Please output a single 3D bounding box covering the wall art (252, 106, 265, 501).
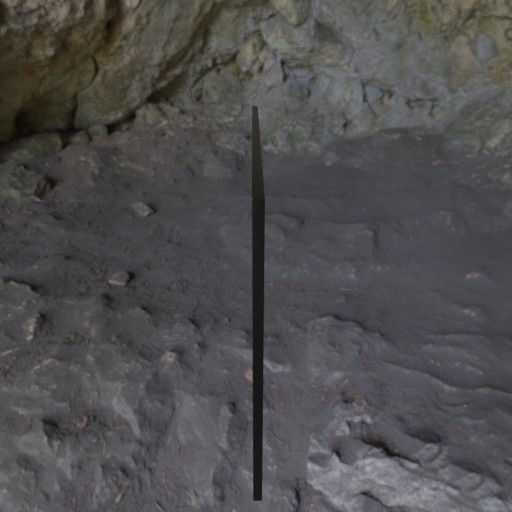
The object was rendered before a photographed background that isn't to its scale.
[{"bbox_3d":[0.000,0.000,0.824,0.013,0.447,0.660,0,26,0],"label":"wall art"}]
